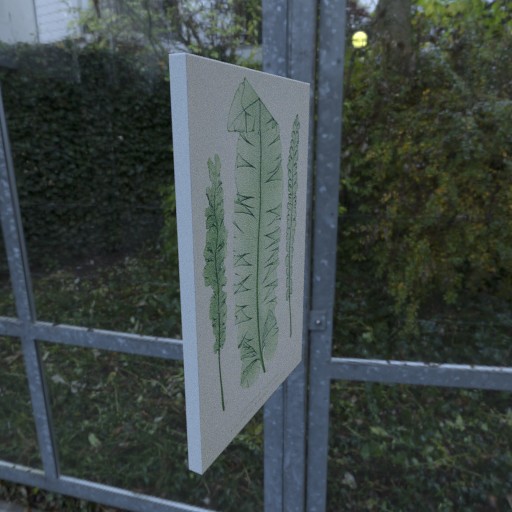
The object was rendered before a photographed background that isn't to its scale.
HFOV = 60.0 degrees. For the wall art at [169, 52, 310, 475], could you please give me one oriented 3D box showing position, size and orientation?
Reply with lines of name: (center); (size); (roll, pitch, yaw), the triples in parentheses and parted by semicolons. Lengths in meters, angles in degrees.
wall art: (0.000, 0.000, 1.187); (0.038, 0.914, 0.610); (8, 18, 27)
